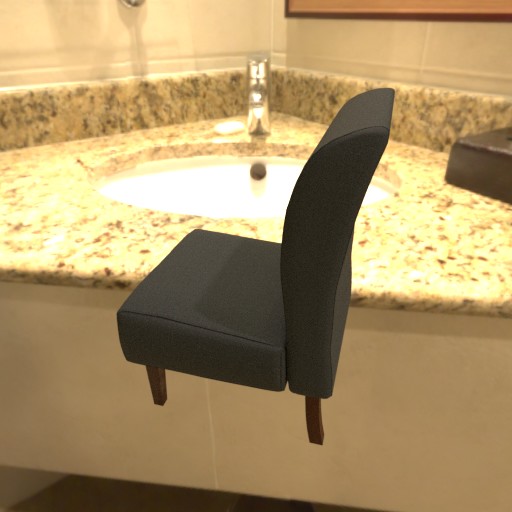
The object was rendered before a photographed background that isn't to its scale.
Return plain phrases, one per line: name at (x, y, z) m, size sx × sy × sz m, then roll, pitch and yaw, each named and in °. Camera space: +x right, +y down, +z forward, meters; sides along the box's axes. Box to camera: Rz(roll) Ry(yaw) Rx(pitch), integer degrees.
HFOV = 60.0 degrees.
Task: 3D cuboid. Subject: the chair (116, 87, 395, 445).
chair at (0.000, 0.000, 1.168) m, size 0.592 × 0.804 × 0.513 m, roll 8°, pitch 30°, yaw 13°
